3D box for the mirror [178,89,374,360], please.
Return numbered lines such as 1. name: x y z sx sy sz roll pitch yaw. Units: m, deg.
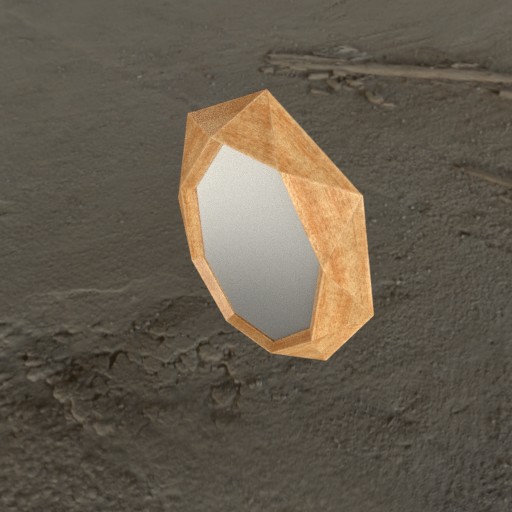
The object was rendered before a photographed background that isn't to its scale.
1. mirror: 0.000 0.000 1.012 0.577 0.774 0.070 32 55 26
